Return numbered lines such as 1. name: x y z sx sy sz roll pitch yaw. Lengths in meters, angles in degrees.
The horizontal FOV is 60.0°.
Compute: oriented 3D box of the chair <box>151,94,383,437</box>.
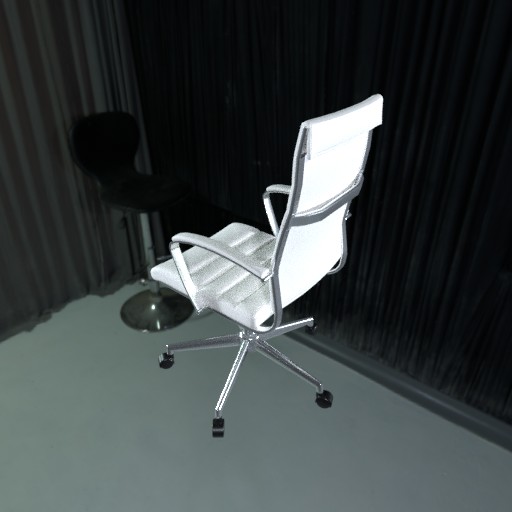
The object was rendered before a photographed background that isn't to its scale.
1. chair: 0.000 0.000 1.645 0.739 1.149 0.766 20 36 31
